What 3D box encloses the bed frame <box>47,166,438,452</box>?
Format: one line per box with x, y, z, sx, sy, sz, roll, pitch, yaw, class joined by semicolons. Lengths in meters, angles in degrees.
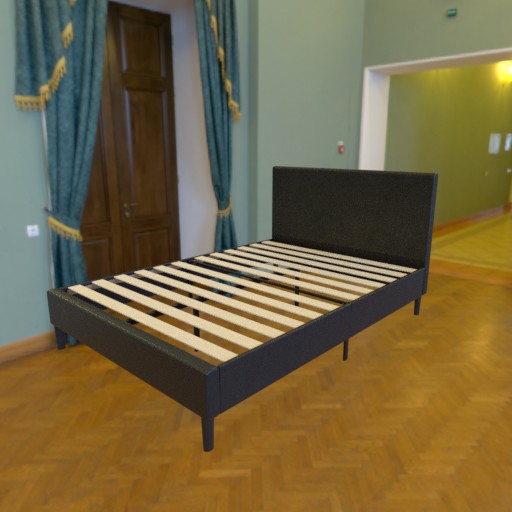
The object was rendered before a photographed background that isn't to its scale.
0.000;0.000;2.925;1.469;1.046;2.152;13;19;41;bed frame
